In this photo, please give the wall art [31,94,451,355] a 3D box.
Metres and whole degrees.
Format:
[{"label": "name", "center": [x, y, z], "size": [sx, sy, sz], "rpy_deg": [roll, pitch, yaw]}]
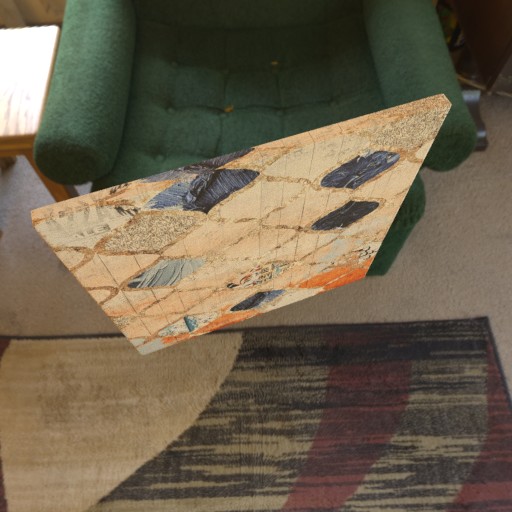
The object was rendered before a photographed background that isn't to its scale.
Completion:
[{"label": "wall art", "center": [0.000, 0.000, 1.316], "size": [0.912, 0.914, 0.039], "rpy_deg": [-18, 64, -9]}]
